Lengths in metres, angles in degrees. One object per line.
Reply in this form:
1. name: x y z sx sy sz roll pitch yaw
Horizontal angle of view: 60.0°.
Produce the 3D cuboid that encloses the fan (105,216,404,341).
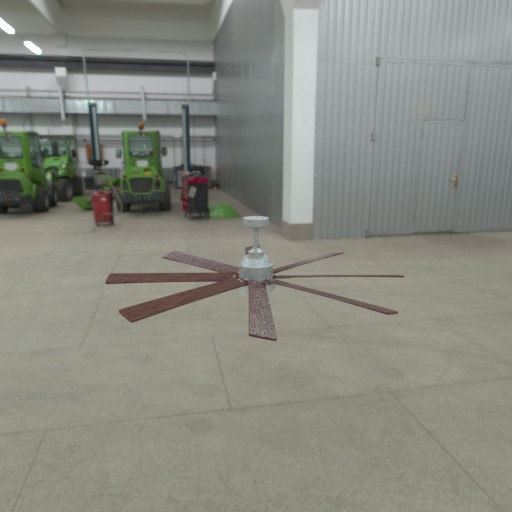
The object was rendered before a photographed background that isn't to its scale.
1. fan: 0.000 0.000 2.726 1.830 0.472 1.830 12 18 42
